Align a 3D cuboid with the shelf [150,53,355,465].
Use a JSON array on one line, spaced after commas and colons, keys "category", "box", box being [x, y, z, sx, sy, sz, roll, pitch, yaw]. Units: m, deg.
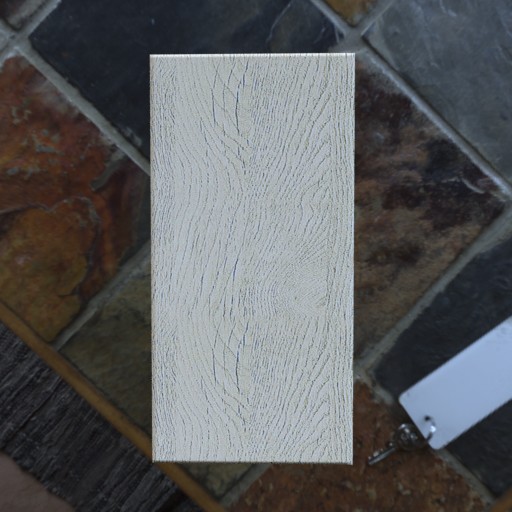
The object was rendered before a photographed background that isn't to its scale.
[{"category": "shelf", "box": [0.000, 0.000, 1.247, 0.390, 0.786, 0.790, 0, 92, 1]}]
